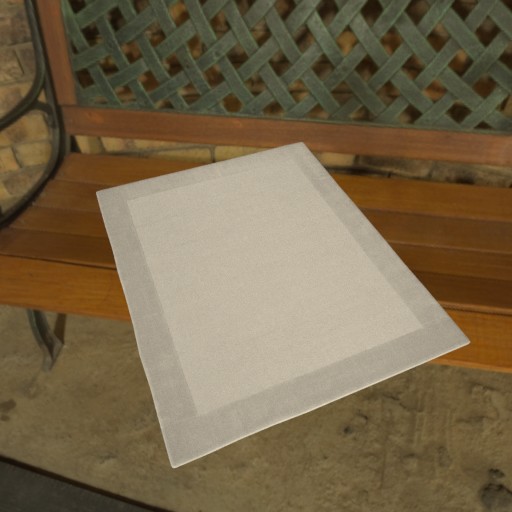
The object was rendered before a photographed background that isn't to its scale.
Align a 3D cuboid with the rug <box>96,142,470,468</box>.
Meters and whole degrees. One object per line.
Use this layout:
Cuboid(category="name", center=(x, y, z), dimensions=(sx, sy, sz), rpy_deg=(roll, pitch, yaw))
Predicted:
Cuboid(category="rug", center=(0.000, 0.000, 4.077), dimensions=(2.430, 0.018, 2.976), rpy_deg=(-17, 51, -15))
